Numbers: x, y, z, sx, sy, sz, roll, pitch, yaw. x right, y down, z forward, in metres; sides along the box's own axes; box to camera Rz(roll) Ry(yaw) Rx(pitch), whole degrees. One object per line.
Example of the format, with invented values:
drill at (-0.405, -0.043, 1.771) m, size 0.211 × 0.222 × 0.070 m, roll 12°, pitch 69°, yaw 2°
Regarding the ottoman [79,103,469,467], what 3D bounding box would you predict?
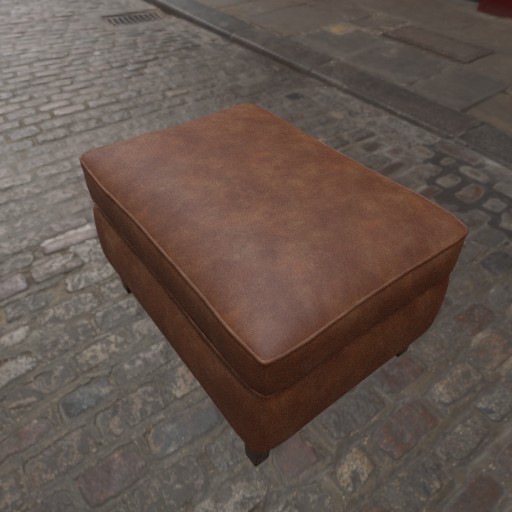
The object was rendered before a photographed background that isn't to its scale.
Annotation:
ottoman at (0.000, 0.000, 0.959) m, size 0.501 × 0.418 × 0.665 m, roll -27°, pitch 49°, yaw -26°
